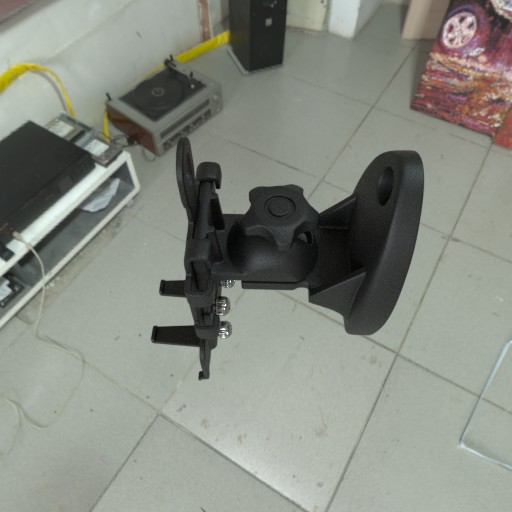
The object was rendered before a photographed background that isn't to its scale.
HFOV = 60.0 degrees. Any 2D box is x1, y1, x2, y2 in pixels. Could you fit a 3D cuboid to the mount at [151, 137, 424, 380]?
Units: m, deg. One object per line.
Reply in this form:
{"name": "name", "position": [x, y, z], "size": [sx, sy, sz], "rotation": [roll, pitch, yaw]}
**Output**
{"name": "mount", "position": [0.000, 0.000, 0.179], "size": [0.100, 0.118, 0.066], "rotation": [1, 57, 1]}
